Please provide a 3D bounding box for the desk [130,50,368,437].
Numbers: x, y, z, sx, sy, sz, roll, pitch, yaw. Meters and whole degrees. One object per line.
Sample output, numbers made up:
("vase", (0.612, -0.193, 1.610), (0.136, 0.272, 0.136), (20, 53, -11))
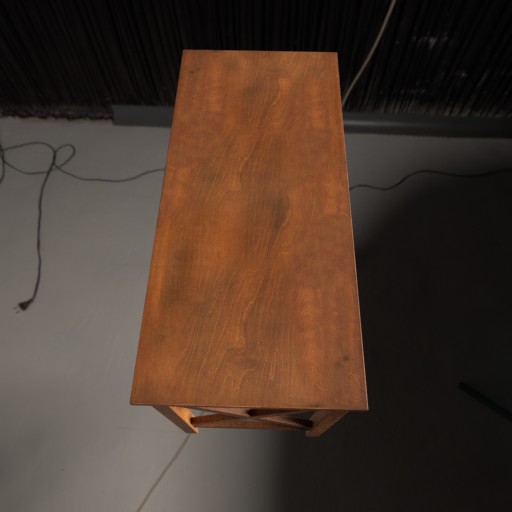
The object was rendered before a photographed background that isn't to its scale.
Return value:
("desk", (0.000, 0.000, 1.531), (0.508, 0.762, 1.117), (1, 62, 1))
